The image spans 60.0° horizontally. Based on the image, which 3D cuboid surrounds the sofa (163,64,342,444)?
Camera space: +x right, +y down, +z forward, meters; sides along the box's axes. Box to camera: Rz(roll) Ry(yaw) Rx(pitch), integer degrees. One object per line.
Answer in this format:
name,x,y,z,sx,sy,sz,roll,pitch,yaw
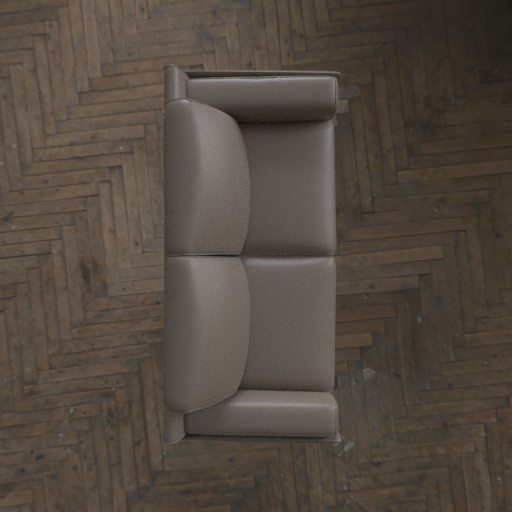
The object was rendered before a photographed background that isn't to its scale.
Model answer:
sofa,0.000,0.000,2.591,1.049,0.930,2.101,0,90,0
